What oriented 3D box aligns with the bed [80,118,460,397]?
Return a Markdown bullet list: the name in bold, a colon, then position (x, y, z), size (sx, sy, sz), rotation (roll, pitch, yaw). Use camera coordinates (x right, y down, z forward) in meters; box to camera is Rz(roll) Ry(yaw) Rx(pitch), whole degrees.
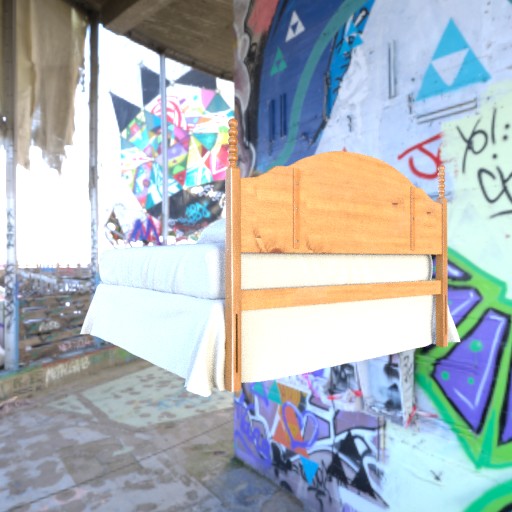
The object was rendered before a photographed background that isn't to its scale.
- **bed**: position (0.000, 0.000, 3.617), size (2.322, 1.355, 2.219), rotation (0, 0, -36)
